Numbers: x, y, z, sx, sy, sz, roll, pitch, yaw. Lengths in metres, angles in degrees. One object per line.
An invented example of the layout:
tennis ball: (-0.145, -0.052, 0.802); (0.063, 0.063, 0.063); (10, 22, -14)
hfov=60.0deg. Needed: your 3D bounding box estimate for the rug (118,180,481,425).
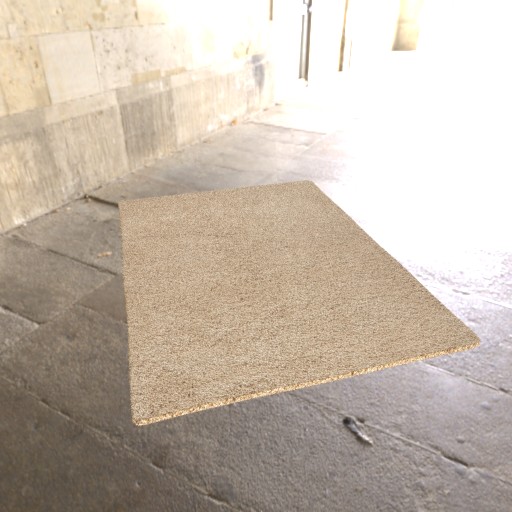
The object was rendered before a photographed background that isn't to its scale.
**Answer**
rug: (0.000, 0.000, 2.065); (1.199, 0.025, 1.600); (-9, 32, -14)
